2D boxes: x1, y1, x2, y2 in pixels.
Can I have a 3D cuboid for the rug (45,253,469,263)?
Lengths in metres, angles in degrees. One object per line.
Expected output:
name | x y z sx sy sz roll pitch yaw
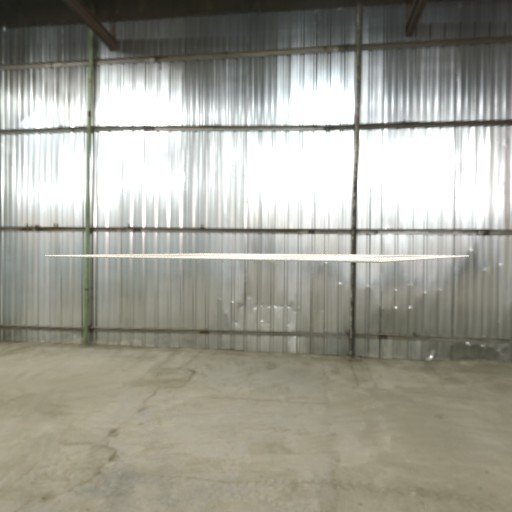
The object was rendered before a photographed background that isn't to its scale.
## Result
rug | 0.000 0.000 2.740 2.142 0.010 1.533 1 1 36
